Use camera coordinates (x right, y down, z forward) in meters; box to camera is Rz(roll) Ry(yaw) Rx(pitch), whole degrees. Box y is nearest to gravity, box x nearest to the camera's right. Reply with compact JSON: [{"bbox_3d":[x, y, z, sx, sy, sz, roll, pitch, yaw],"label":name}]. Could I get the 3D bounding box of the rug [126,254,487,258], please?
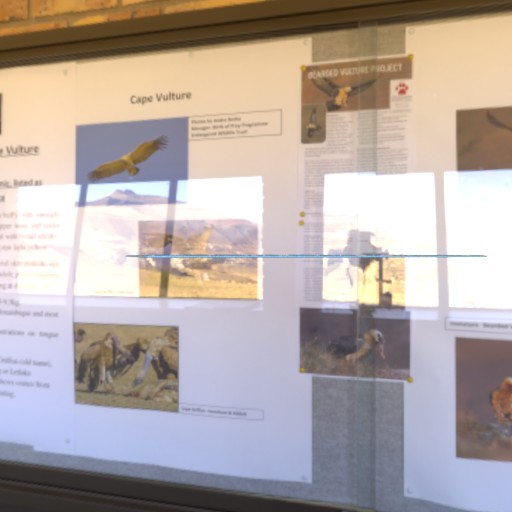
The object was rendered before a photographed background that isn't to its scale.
[{"bbox_3d":[0.000,0.000,2.873,1.554,0.012,2.205,0,0,-18],"label":"rug"}]
